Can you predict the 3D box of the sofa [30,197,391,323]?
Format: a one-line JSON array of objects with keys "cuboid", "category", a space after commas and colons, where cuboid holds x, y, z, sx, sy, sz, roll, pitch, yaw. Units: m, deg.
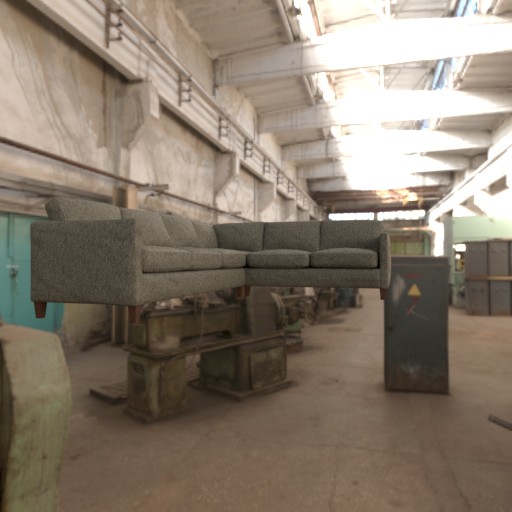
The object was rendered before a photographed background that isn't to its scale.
[{"cuboid": [0.000, 0.000, 4.461, 2.593, 0.947, 3.302, 0, 0, 17], "category": "sofa"}]
